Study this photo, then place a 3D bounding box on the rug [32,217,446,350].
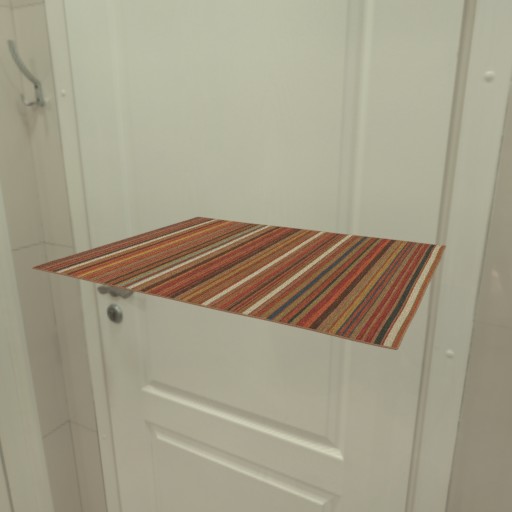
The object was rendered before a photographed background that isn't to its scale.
[{"bbox_3d":[0.000,0.000,4.164,3.092,0.023,2.479,9,19,27],"label":"rug"}]
